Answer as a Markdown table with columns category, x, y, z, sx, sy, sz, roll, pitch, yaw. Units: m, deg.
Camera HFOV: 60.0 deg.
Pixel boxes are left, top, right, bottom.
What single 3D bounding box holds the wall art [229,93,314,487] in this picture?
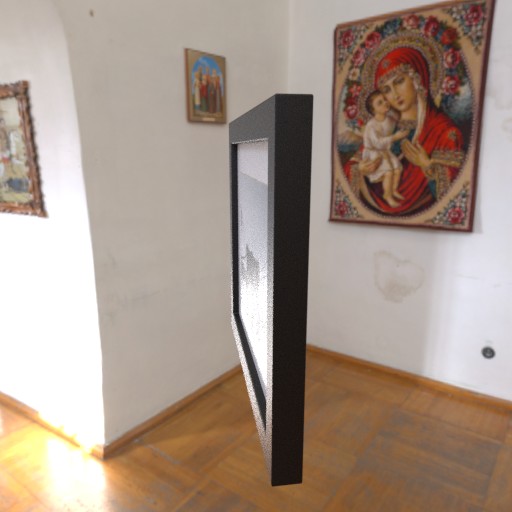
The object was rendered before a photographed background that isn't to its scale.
| category | x | y | z | sx | sy | sz | roll | pitch | yaw |
| --- | --- | --- | --- | --- | --- | --- | --- | --- | --- |
| wall art | 0.000 | 0.000 | 0.539 | 0.028 | 0.330 | 0.380 | -2 | 14 | -8 |
